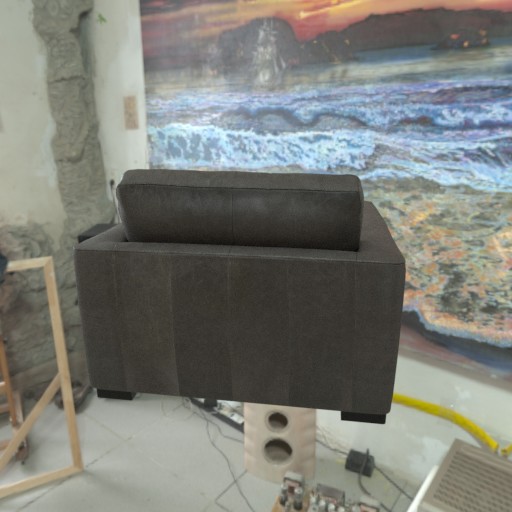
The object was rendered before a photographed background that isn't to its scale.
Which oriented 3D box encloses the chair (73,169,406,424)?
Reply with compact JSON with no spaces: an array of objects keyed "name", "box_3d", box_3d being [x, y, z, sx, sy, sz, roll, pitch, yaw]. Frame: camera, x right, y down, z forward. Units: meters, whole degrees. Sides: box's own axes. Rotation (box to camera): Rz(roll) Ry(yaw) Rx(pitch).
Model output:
[{"name":"chair","box_3d":[0.000,0.000,1.907,1.106,0.807,1.080,2,17,8]}]
